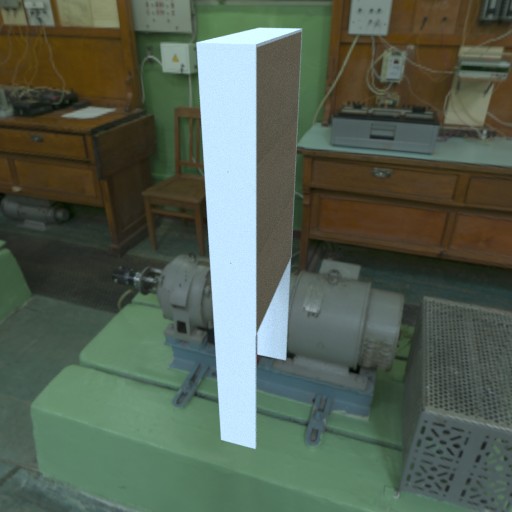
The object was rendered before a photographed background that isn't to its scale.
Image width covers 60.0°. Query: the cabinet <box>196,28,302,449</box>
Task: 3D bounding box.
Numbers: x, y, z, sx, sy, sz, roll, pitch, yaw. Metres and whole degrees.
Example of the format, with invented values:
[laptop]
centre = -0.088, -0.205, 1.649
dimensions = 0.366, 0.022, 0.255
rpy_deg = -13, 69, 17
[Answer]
[cabinet]
centre = 0.000, 0.000, 1.974
dimensions = 0.192, 1.770, 0.643
rpy_deg = 9, 32, 14
